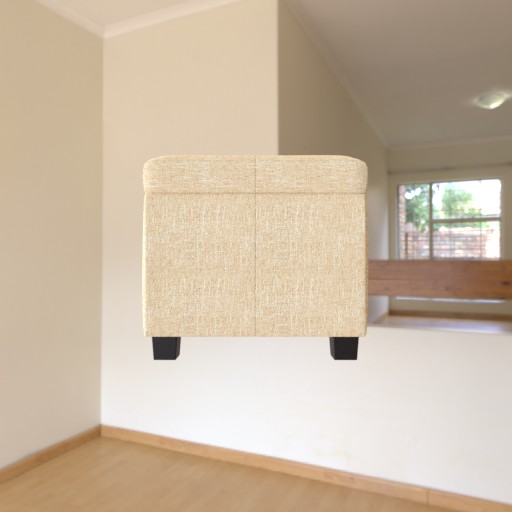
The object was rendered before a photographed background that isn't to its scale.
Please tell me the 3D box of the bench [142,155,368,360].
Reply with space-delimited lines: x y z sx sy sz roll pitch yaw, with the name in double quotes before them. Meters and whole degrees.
"bench" 0.000 0.000 1.431 0.432 0.406 1.219 0 0 0
